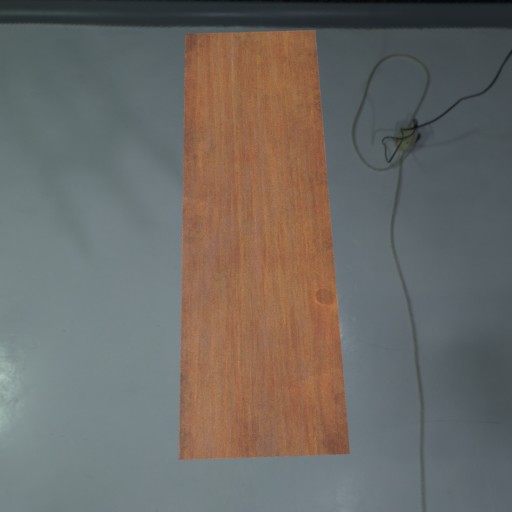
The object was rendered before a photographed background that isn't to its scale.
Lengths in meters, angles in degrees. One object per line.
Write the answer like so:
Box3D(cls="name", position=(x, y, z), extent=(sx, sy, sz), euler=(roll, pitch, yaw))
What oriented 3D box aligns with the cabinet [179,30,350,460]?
Box3D(cls="cabinet", position=(0.000, 0.000, 1.585), extent=(0.403, 0.805, 1.204), euler=(-2, 74, 0))
